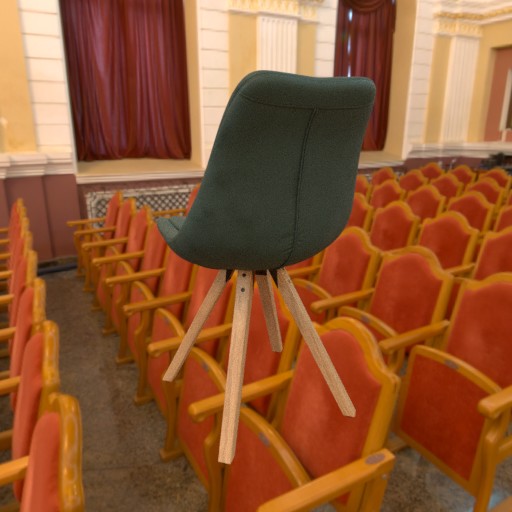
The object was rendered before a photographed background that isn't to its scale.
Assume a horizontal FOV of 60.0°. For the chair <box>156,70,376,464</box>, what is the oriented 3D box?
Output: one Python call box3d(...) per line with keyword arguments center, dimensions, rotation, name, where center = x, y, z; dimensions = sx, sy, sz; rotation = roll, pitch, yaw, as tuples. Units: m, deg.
box3d(center=(0.000, 0.000, 1.194), dimensions=(0.483, 0.865, 0.547), rotation=(-8, 18, -27), name="chair")
